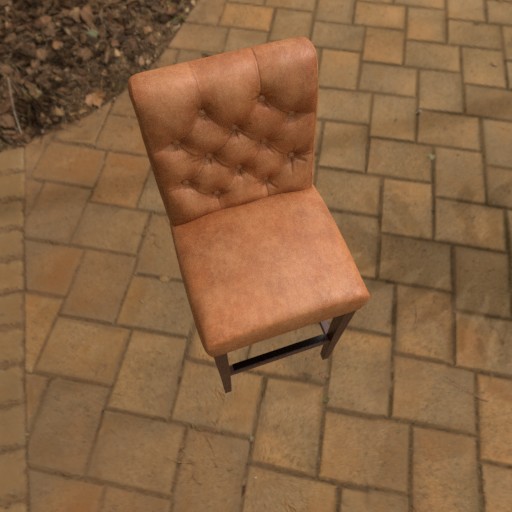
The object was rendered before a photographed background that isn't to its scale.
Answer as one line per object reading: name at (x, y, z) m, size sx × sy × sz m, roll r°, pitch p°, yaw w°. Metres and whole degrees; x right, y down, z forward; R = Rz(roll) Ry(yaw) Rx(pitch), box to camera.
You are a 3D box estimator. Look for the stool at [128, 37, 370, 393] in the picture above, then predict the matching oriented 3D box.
stool at (0.000, 0.000, 1.452) m, size 0.493 × 1.140 × 0.601 m, roll -17°, pitch 65°, yaw -8°
